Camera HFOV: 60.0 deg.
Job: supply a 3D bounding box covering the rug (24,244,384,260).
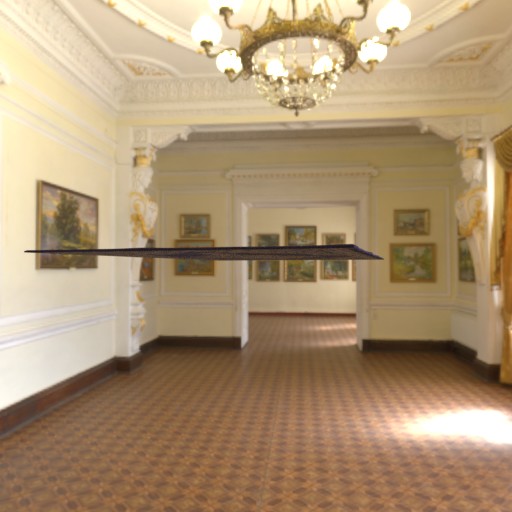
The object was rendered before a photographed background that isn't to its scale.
[{"bbox_3d":[0.000,0.000,2.258,1.184,0.012,1.781,-1,-2,19],"label":"rug"}]
